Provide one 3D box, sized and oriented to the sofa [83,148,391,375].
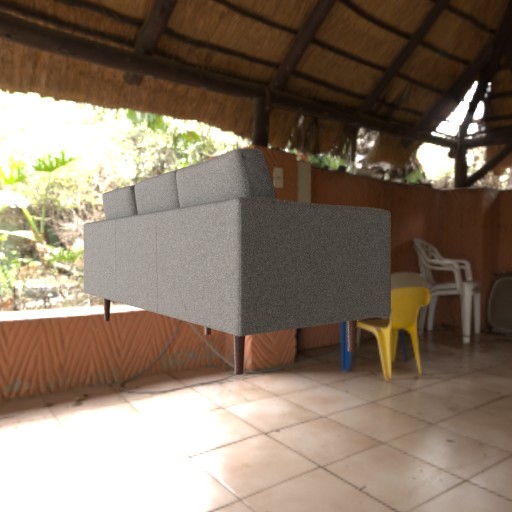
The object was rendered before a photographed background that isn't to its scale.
[{"bbox_3d":[0.000,0.000,2.938,1.667,0.957,2.055,-1,1,-36],"label":"sofa"}]
